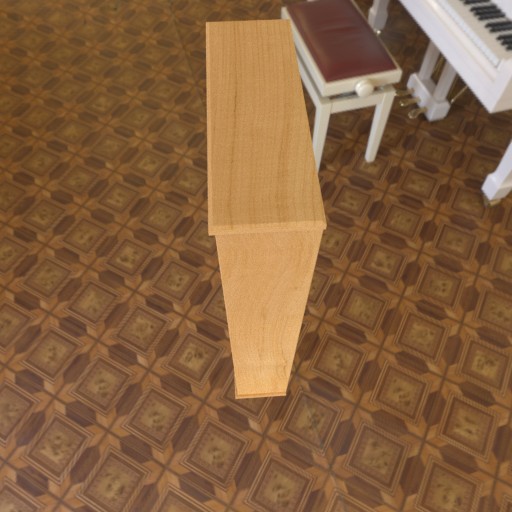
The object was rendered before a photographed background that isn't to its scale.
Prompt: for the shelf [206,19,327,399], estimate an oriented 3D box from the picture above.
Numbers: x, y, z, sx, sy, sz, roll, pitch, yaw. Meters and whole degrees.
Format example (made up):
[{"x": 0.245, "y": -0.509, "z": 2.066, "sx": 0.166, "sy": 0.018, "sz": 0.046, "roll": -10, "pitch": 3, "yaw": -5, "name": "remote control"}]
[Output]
[{"x": 0.000, "y": 0.000, "z": 1.220, "sx": 0.175, "sy": 1.030, "sz": 0.520, "roll": -3, "pitch": 59, "yaw": -2, "name": "shelf"}]
